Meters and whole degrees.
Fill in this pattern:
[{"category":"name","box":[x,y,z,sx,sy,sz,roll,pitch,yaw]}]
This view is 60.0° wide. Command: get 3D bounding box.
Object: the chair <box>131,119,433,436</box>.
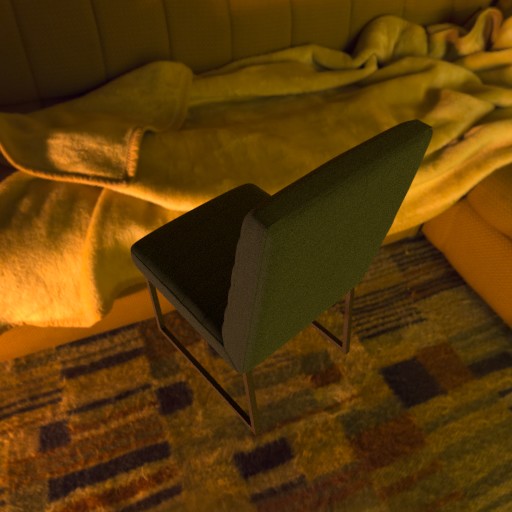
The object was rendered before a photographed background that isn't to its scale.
[{"category":"chair","box":[0.000,0.000,1.322,0.520,0.930,0.634,-33,54,-28]}]
